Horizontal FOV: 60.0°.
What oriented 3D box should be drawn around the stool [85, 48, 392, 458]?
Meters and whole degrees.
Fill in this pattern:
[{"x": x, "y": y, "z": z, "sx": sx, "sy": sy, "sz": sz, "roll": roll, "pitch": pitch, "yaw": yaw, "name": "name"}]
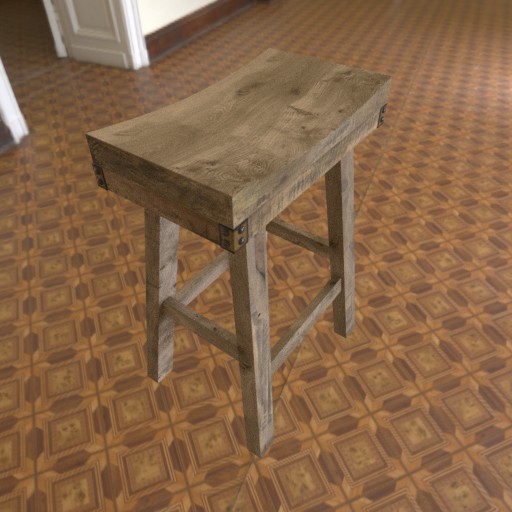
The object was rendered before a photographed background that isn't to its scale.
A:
[{"x": 0.000, "y": 0.000, "z": 0.888, "sx": 0.330, "sy": 0.635, "sz": 0.450, "roll": 26, "pitch": 48, "yaw": 26, "name": "stool"}]
